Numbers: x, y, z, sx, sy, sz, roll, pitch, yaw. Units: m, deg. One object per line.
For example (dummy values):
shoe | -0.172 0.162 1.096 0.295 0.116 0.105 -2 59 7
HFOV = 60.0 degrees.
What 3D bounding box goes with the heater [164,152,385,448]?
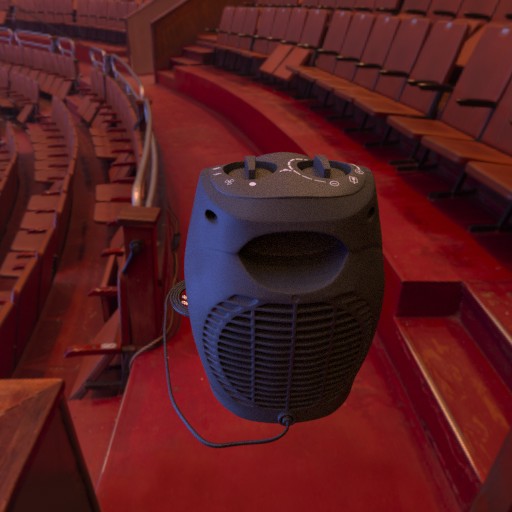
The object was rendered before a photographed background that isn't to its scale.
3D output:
heater | 0.000 0.000 0.474 0.239 0.240 0.291 -1 29 -2
